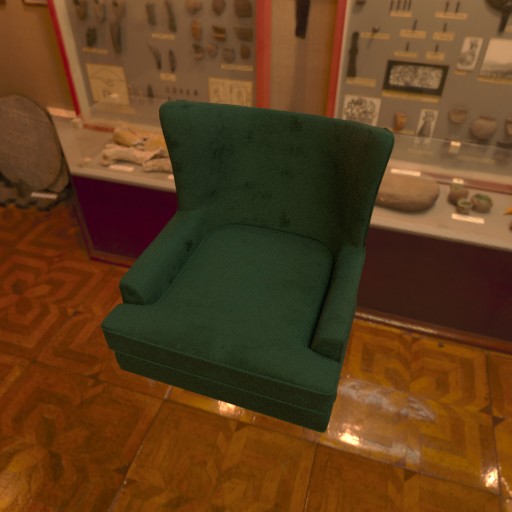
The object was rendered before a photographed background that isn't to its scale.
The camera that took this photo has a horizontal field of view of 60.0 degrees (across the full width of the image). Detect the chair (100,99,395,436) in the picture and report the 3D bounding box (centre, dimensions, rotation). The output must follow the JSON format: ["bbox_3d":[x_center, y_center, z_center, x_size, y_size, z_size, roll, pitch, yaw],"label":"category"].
[{"bbox_3d":[0.000,0.000,1.634,0.793,0.952,0.910,13,42,14],"label":"chair"}]
